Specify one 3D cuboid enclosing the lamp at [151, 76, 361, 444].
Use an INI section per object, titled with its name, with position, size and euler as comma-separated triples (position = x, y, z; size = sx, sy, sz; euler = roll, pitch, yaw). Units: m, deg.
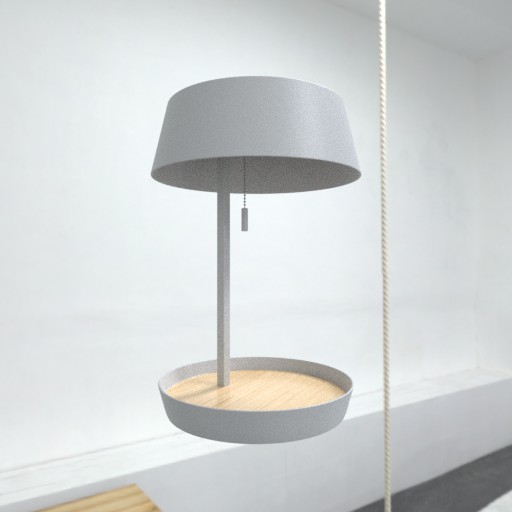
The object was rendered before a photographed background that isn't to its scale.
[lamp]
position = 0.000, 0.000, 0.628
size = 0.291, 0.429, 0.291
euler = 0, 0, 0
